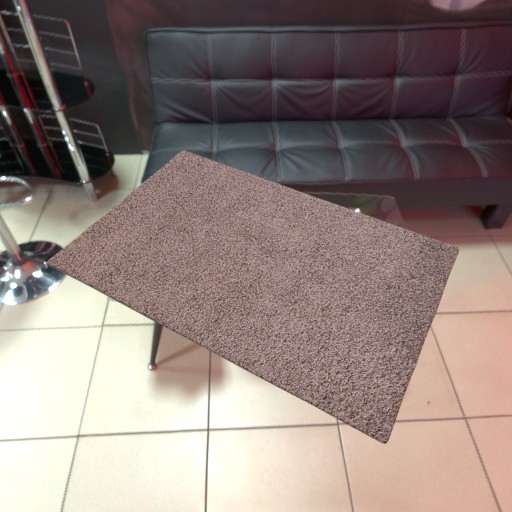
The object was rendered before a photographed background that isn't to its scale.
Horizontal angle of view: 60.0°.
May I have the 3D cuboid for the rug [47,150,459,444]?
[{"bbox_3d":[0.000,0.000,3.495,2.743,0.030,1.778,23,51,20],"label":"rug"}]
